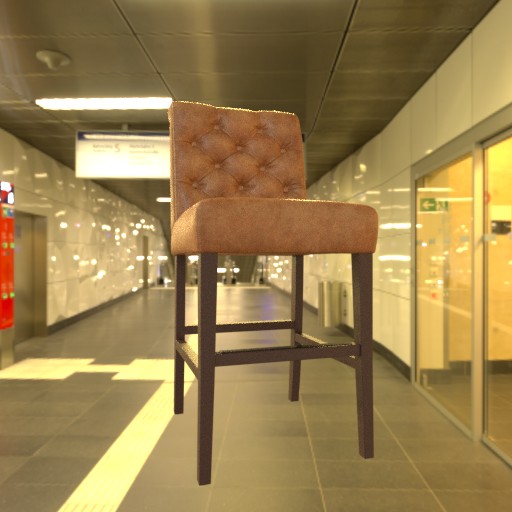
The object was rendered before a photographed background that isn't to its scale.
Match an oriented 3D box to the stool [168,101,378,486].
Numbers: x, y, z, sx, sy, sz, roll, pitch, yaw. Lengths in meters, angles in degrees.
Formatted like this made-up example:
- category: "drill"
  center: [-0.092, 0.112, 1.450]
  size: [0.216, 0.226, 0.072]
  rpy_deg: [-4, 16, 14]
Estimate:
- category: "stool"
  center: [0.000, 0.000, 1.342]
  size: [0.493, 1.047, 0.601]
  rpy_deg: [0, 0, -18]
